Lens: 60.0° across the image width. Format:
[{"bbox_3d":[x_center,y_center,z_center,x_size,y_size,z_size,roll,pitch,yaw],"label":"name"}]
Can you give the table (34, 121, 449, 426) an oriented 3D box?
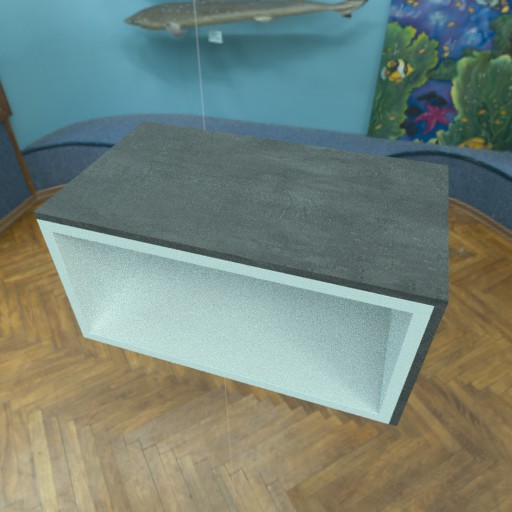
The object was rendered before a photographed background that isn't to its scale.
[{"bbox_3d":[0.000,0.000,0.962,0.700,0.350,0.400,12,42,14],"label":"table"}]
